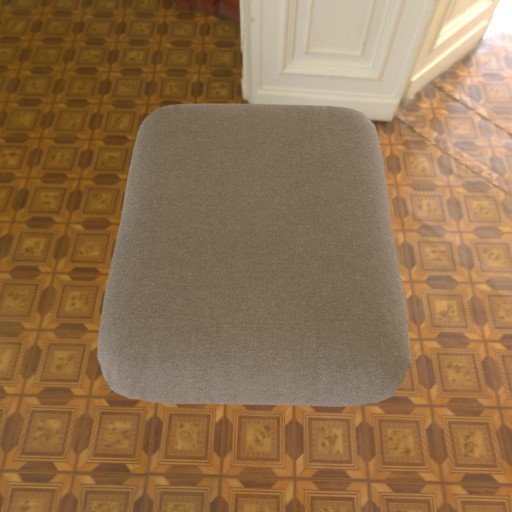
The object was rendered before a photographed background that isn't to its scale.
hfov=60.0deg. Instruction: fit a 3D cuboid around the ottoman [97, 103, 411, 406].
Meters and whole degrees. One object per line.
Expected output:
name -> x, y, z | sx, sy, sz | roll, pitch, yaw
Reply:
ottoman -> 0.000, 0.000, 1.127 | 0.622, 0.450, 0.747 | 1, 62, 0
